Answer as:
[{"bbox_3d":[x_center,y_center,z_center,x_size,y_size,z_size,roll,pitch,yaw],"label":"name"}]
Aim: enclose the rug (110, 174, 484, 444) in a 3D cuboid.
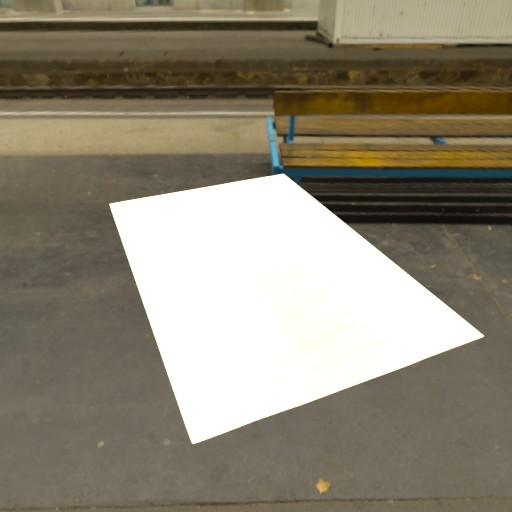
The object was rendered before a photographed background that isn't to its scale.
[{"bbox_3d":[0.000,0.000,2.310,1.234,0.006,1.850,-13,35,-19],"label":"rug"}]
